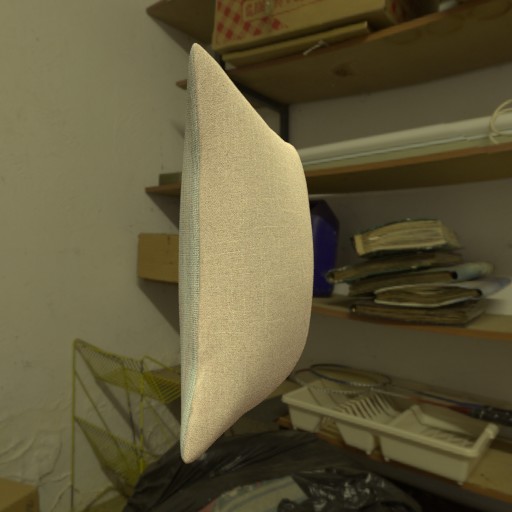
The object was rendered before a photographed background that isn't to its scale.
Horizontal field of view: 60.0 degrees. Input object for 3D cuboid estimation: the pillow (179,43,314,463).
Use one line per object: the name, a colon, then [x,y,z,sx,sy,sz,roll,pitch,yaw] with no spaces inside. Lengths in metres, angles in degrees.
pillow: [0.000,0.000,0.768,0.178,0.506,0.512,-1,-2,18]
